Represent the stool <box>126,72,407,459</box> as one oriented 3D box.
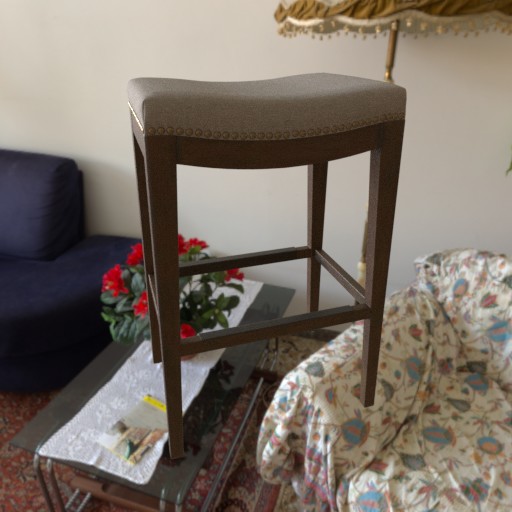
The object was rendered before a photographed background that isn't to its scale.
[{"bbox_3d":[0.000,0.000,1.025,0.508,0.762,0.356,-8,28,-16],"label":"stool"}]
